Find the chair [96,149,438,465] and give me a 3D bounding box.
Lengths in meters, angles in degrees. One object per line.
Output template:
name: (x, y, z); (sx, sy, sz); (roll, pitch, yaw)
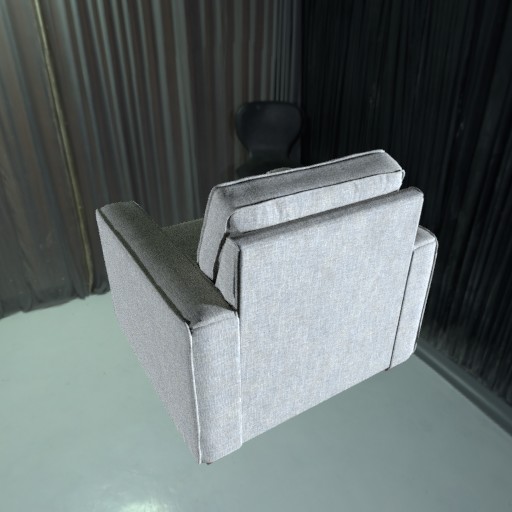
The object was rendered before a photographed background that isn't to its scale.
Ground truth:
chair: (0.000, 0.000, 1.760); (1.016, 0.914, 0.940); (-17, 34, -27)
